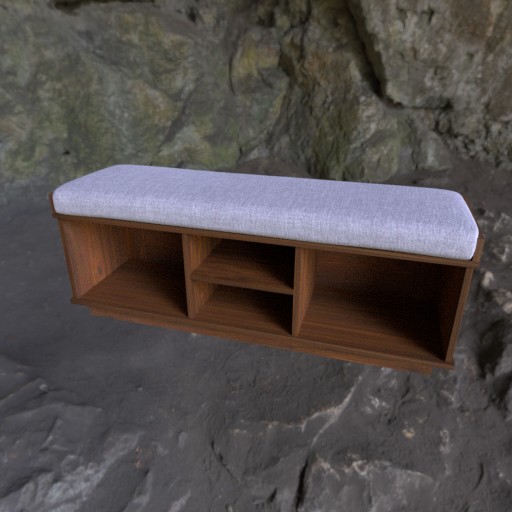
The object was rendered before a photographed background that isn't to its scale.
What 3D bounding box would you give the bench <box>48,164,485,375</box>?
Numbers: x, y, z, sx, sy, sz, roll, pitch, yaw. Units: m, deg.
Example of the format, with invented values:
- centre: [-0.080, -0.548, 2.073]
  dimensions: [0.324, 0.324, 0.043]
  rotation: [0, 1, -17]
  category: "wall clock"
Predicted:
- centre: [0.000, 0.000, 1.401]
  dimensions: [1.196, 0.468, 0.367]
  rotation: [7, 26, 15]
  category: "bench"
